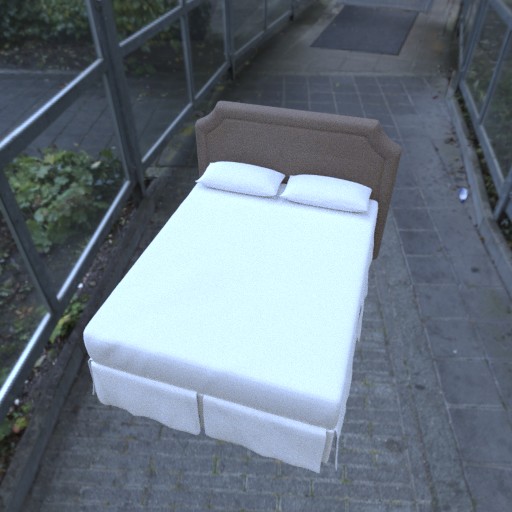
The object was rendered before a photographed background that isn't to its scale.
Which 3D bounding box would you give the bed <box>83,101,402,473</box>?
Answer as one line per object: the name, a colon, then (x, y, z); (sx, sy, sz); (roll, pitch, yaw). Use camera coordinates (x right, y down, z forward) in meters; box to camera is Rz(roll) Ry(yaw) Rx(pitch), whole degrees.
bed: (0.000, 0.000, 3.090); (1.693, 1.290, 2.116); (11, 42, 13)
